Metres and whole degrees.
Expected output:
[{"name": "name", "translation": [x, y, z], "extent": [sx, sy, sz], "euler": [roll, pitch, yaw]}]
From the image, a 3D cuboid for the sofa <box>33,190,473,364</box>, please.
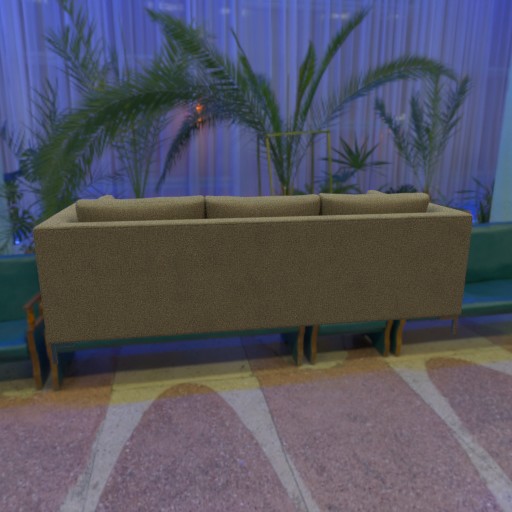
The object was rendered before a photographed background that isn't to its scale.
[{"name": "sofa", "translation": [0.000, 0.000, 2.927], "extent": [2.415, 0.867, 0.969], "euler": [-2, 15, -9]}]
